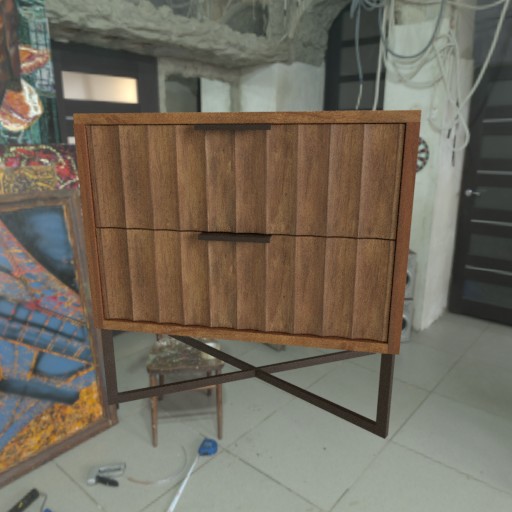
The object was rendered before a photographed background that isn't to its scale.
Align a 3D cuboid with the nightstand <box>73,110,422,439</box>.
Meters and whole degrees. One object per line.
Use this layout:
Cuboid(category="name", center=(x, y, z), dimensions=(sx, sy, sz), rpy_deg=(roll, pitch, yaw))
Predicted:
Cuboid(category="nightstand", center=(0.000, 0.000, 1.027), dimensions=(0.613, 0.615, 0.427), rpy_deg=(3, 15, 11))
